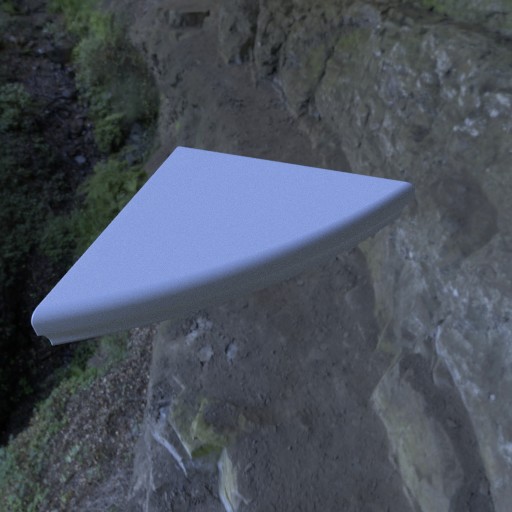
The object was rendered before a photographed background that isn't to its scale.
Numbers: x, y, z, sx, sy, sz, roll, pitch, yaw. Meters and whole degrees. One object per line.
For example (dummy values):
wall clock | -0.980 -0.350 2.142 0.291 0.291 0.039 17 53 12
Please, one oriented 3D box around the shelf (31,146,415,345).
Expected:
shelf | 0.000 0.000 0.468 0.310 0.050 0.310 11 43 12
